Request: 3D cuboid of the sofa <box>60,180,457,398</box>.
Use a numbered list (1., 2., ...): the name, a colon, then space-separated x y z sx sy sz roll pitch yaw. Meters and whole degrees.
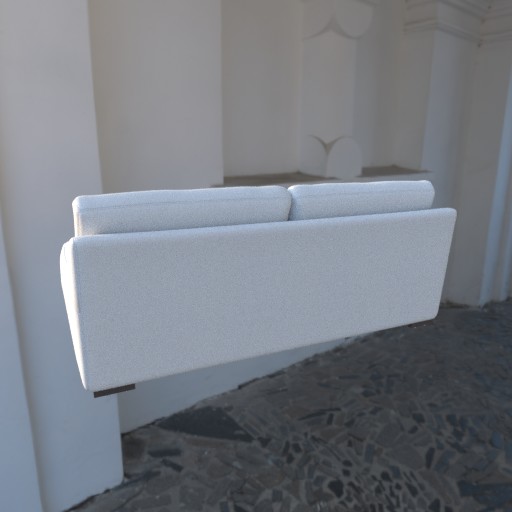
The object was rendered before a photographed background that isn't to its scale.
1. sofa: 0.000 0.000 2.788 2.261 0.940 1.143 -6 15 -24
